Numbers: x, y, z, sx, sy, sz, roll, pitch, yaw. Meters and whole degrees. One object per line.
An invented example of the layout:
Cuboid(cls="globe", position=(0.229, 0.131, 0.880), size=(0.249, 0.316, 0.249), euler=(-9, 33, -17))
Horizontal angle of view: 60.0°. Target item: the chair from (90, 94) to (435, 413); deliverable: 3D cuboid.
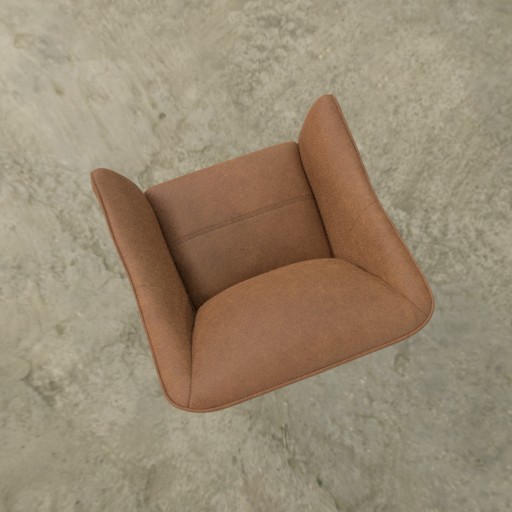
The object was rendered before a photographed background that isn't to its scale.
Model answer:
Cuboid(cls="chair", position=(0.000, 0.000, 1.556), size=(0.871, 0.830, 0.852), euler=(-20, 76, -5))
